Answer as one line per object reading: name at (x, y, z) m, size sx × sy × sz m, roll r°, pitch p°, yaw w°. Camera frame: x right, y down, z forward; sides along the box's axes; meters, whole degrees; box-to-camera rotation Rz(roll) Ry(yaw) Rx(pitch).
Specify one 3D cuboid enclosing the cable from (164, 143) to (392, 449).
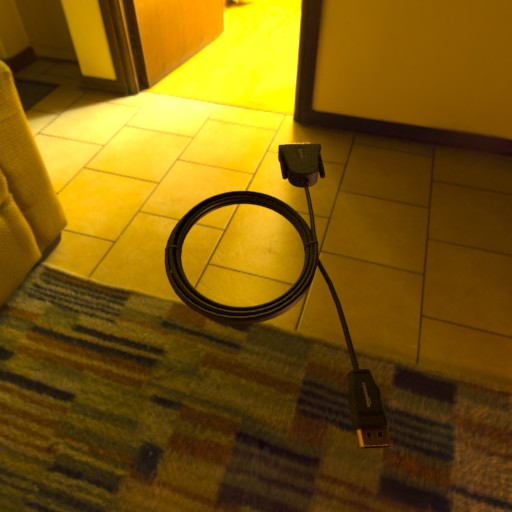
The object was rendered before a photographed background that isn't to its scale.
cable at (0.000, 0.000, 0.330) m, size 0.136 × 0.015 × 0.281 m, roll -2°, pitch 47°, yaw -2°
